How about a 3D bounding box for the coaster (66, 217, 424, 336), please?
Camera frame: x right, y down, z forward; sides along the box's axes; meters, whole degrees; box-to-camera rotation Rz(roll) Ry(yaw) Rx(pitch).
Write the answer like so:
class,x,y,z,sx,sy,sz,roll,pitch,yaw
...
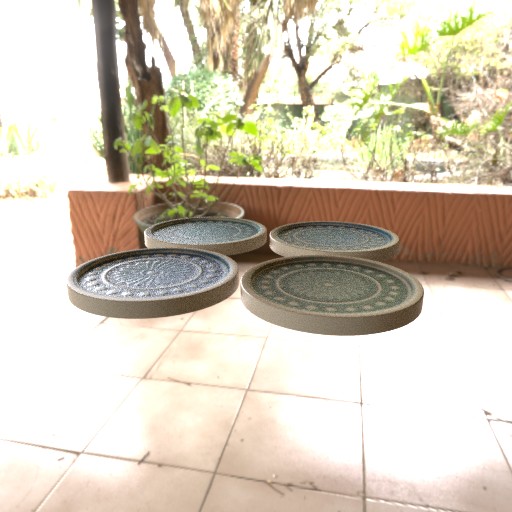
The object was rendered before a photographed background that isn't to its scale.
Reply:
class,x,y,z,sx,sy,sz,roll,pitch,yaw
coaster,0.000,0.000,0.334,0.220,0.010,0.224,3,17,10
